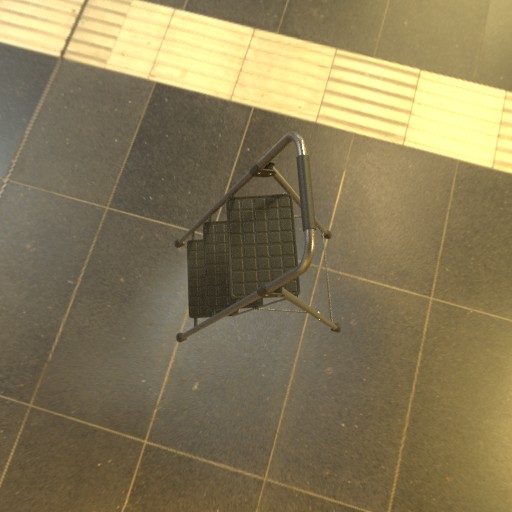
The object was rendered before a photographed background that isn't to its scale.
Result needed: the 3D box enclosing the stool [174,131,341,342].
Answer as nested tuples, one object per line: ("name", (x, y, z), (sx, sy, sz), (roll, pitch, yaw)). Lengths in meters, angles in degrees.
("stool", (0.000, 0.000, 1.469), (0.733, 1.121, 0.473), (-3, 77, -1))
